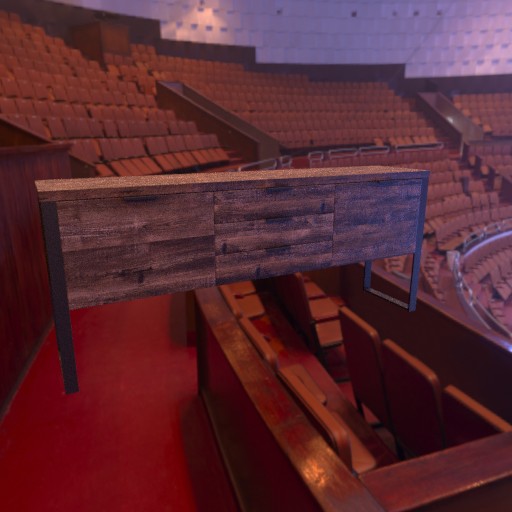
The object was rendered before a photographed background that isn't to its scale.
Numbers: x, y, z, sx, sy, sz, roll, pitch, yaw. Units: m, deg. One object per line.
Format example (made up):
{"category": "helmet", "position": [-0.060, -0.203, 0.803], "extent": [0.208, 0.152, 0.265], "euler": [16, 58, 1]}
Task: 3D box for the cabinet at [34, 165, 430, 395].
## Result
{"category": "cabinet", "position": [0.000, 0.000, 2.112], "extent": [1.800, 0.762, 0.395], "euler": [-8, 17, -26]}
